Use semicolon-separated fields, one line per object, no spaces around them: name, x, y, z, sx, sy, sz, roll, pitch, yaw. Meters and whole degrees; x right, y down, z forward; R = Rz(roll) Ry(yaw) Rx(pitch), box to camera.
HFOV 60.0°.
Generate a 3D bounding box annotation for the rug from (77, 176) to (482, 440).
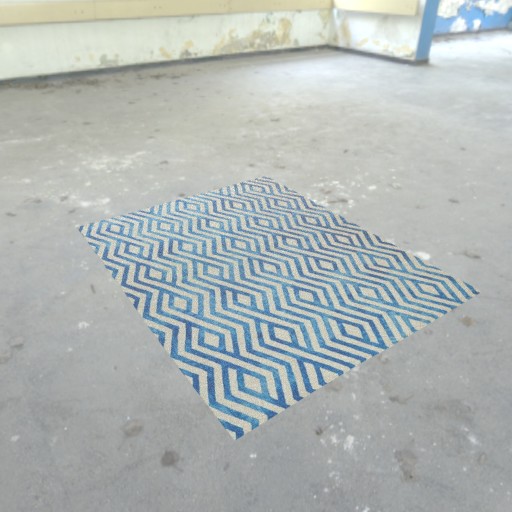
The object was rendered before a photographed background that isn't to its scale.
rug;0.000;0.000;4.154;2.453;0.008;3.059;-20;38;-29
